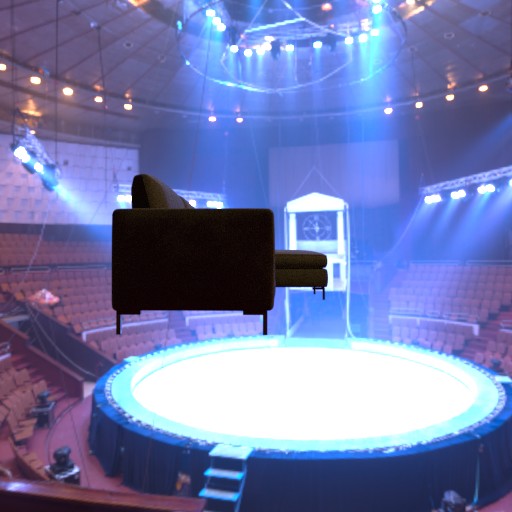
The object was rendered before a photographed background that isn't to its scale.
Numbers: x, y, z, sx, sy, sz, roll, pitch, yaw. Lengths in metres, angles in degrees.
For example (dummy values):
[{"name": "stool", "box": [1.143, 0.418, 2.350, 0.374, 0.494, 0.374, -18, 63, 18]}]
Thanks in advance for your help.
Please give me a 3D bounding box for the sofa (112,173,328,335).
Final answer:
[{"name": "sofa", "box": [0.000, 0.000, 3.321, 1.255, 0.756, 2.725, 0, -1, 1]}]
